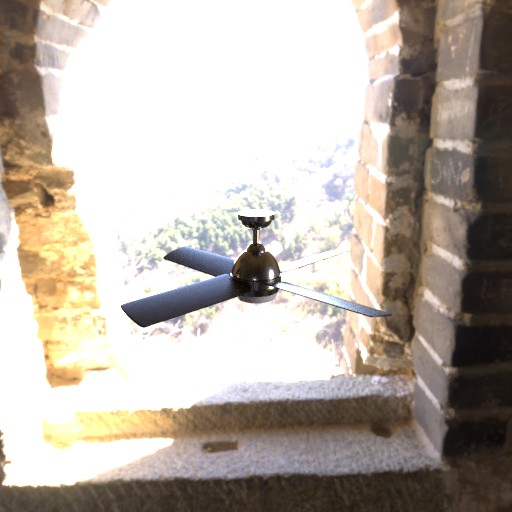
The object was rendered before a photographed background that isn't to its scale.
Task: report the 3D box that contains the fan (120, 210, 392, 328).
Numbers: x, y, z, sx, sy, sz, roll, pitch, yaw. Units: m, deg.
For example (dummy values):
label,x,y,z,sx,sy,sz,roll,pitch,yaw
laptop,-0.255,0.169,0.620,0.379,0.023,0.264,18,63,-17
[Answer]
label,x,y,z,sx,sy,sz,roll,pitch,yaw
fan,0.000,0.000,2.055,1.332,0.403,1.332,15,21,43
